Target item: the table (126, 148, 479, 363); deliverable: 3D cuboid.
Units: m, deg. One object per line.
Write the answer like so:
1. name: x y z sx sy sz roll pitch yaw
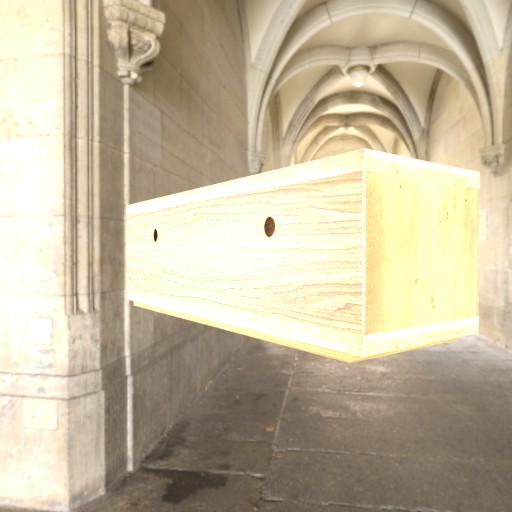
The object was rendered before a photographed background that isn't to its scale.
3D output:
1. table: 0.000 0.000 1.736 0.499 0.491 1.499 0 1 -36
